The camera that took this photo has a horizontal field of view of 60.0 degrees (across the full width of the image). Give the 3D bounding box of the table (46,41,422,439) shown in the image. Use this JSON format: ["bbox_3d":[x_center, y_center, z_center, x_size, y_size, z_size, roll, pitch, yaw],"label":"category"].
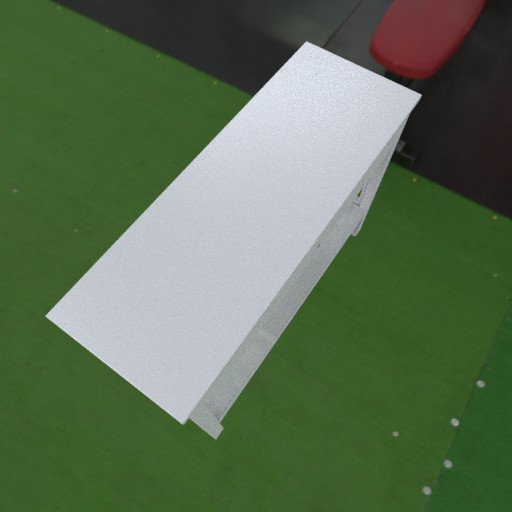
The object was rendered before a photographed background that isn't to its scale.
[{"bbox_3d":[0.000,0.000,1.449,0.397,0.753,1.068,32,68,15],"label":"table"}]
